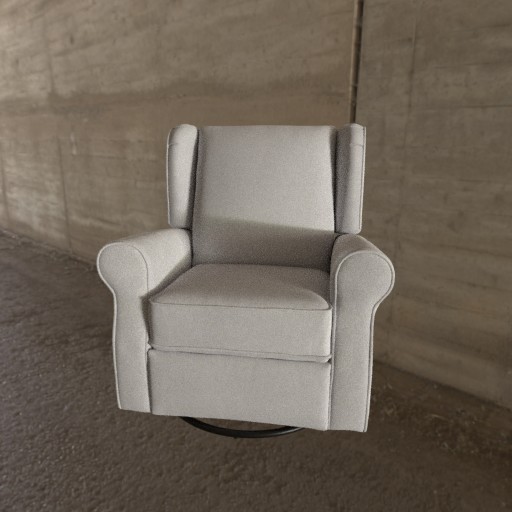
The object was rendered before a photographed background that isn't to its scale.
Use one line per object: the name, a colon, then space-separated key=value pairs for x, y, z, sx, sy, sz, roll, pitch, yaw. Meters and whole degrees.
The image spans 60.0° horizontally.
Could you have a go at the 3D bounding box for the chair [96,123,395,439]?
chair: x=0.000 y=0.000 z=1.671 sx=0.906 sy=0.967 sz=0.854 roll=2 pitch=16 yaw=8
